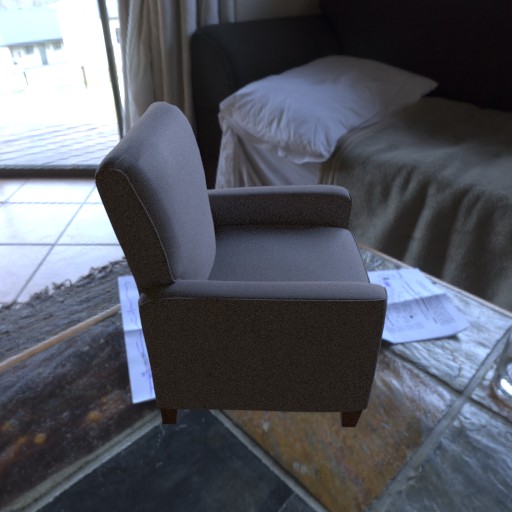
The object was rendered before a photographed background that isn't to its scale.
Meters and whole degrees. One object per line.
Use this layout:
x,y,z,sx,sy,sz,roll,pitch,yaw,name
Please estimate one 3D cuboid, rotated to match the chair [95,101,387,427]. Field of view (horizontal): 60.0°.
0.000,0.000,1.688,0.859,1.023,0.845,1,33,1,chair
